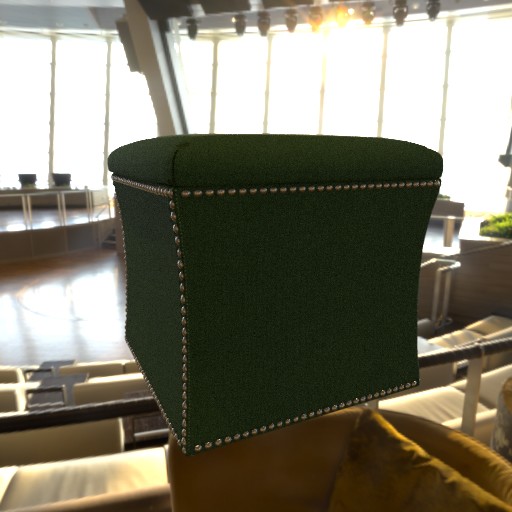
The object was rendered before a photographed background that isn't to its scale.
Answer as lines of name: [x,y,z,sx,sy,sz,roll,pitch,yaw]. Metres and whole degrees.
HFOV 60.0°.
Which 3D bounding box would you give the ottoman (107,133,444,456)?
ottoman: [0.000,0.000,0.898,0.497,0.475,0.507,-6,14,-26]
